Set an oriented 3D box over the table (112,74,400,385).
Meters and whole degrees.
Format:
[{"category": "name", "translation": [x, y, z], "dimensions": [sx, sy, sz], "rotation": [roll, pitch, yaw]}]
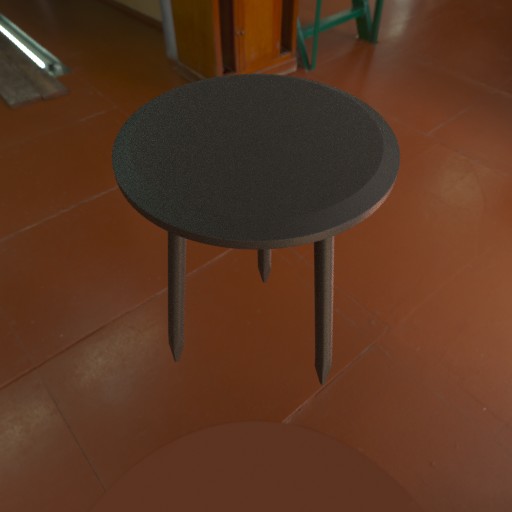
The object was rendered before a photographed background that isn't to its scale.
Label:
[{"category": "table", "translation": [0.000, 0.000, 0.928], "dimensions": [0.457, 0.585, 0.457], "rotation": [0, 48, 0]}]
